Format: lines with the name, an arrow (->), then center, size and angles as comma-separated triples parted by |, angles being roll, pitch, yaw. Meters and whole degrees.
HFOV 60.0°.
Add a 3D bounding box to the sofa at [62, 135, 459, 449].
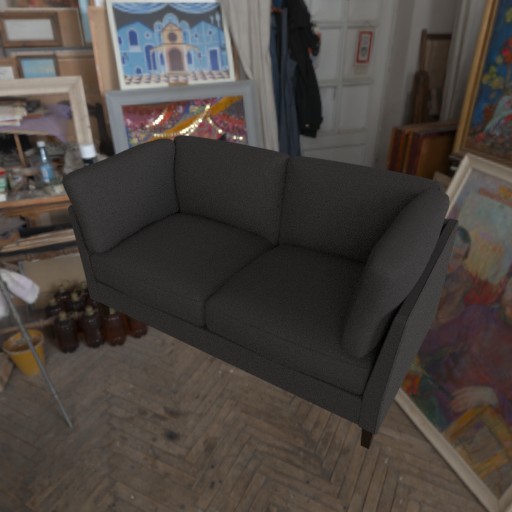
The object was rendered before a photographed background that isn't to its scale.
sofa -> 0.000, 0.000, 2.287 | 1.751, 0.920, 0.969 | 18, 34, 29
